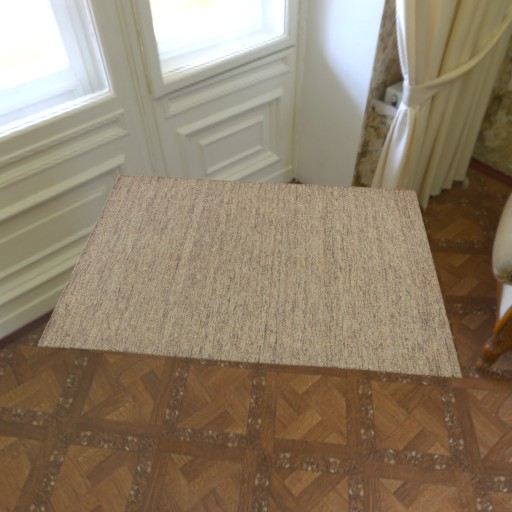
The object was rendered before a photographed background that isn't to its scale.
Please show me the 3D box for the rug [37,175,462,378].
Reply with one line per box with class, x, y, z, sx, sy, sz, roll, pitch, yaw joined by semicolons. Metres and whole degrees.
rug;0.000;0.000;2.890;2.283;0.013;1.547;4;47;3
